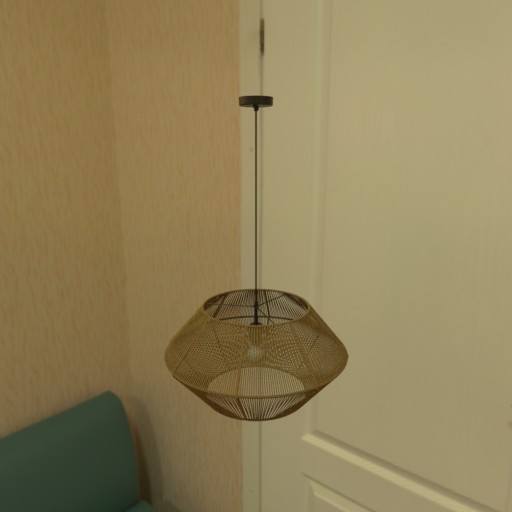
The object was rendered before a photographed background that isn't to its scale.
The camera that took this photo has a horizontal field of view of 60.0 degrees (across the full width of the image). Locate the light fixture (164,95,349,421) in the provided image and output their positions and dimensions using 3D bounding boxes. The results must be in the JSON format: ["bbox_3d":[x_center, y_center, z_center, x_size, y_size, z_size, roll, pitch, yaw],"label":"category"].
[{"bbox_3d":[0.000,0.000,1.490,0.643,1.009,0.643,0,14,0],"label":"light fixture"}]
